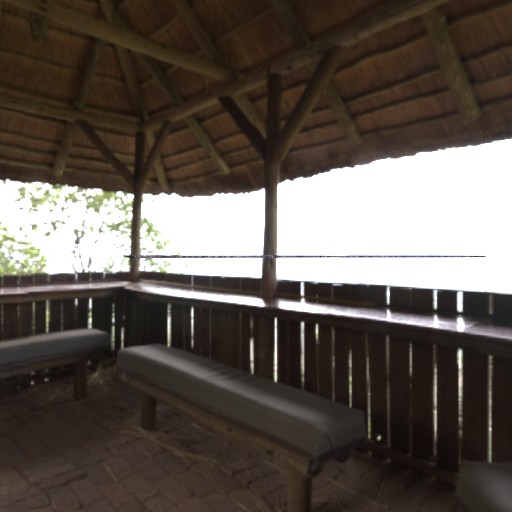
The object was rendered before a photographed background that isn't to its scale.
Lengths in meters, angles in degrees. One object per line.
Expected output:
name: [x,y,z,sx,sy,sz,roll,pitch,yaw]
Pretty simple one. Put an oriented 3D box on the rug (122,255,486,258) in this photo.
rug: [0.000,0.000,4.303,2.448,0.017,3.204,0,0,-18]
